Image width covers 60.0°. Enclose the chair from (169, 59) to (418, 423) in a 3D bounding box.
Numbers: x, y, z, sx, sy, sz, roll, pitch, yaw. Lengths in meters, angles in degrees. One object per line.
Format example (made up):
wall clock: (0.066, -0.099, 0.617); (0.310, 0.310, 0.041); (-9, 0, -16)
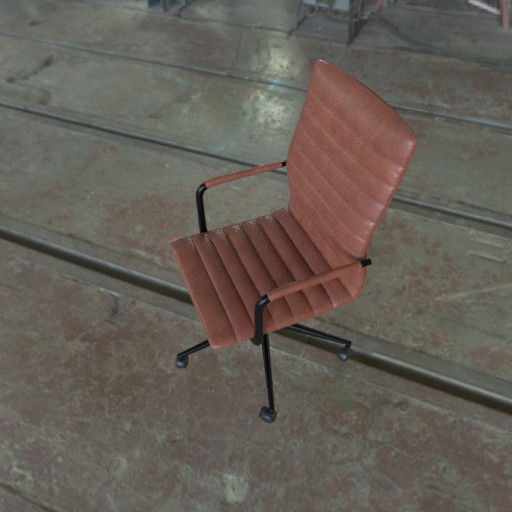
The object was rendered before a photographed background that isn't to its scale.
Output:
chair: (0.000, 0.000, 1.251); (0.578, 0.878, 0.600); (-17, 49, -15)
